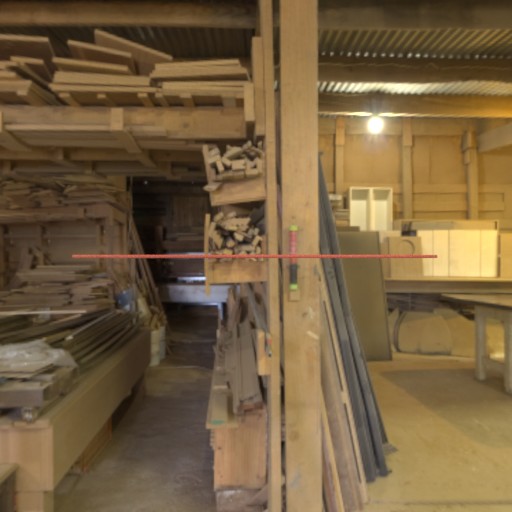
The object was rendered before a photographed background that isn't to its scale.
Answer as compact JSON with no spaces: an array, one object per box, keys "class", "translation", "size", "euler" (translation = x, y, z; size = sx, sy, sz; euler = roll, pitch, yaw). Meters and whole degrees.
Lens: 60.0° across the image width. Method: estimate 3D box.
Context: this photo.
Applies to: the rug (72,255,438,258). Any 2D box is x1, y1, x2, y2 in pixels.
[{"class":"rug","translation":[0.000,0.000,3.060],"size":[1.524,0.014,2.438],"euler":[0,0,0]}]
